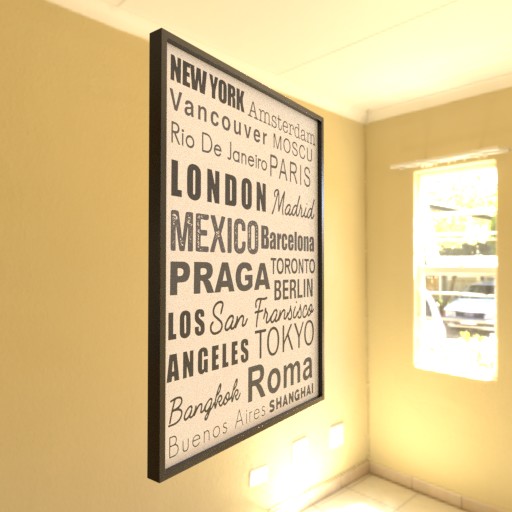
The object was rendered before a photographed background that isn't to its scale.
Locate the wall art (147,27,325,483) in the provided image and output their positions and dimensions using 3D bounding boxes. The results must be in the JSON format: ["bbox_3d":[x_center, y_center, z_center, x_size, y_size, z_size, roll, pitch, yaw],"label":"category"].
[{"bbox_3d":[0.000,0.000,1.344,0.043,1.046,0.788,-1,-2,37],"label":"wall art"}]
